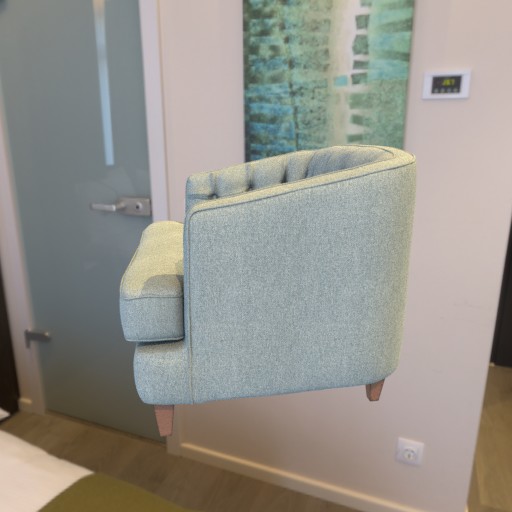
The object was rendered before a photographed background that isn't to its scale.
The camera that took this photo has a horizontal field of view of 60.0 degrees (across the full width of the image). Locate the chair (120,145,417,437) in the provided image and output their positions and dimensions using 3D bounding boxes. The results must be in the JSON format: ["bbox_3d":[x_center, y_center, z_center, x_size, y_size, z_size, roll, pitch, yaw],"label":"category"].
[{"bbox_3d":[0.000,0.000,1.759,0.945,0.852,1.094,-2,15,-8],"label":"chair"}]
